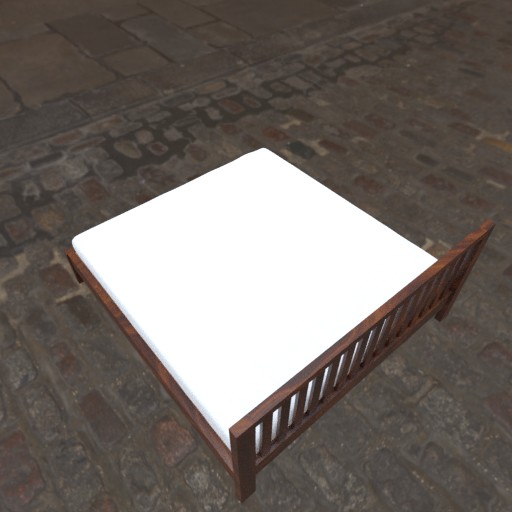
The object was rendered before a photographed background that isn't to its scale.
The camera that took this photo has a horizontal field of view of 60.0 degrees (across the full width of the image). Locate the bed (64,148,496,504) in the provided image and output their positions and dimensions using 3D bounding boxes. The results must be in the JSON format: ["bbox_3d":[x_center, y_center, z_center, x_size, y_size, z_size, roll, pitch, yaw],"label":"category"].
[{"bbox_3d":[0.000,0.000,2.985,1.905,0.890,2.030,-31,54,-26],"label":"bed"}]
